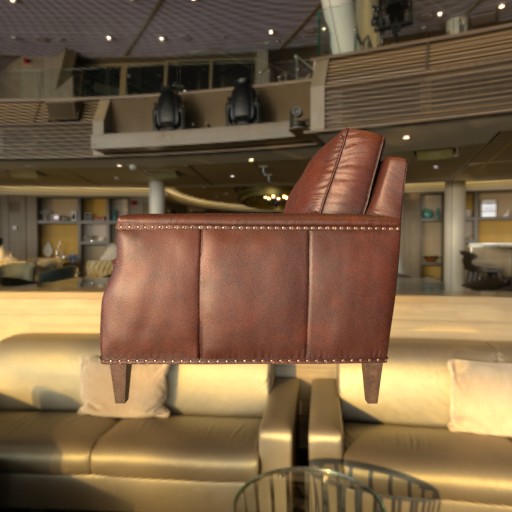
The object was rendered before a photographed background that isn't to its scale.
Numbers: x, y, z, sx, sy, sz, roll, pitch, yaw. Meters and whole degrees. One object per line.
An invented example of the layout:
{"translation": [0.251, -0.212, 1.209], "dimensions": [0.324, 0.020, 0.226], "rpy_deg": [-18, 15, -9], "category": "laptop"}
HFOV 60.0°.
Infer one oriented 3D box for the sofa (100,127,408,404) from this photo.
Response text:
{"translation": [0.000, 0.000, 2.285], "dimensions": [1.083, 1.003, 1.628], "rpy_deg": [0, 1, 0], "category": "sofa"}
